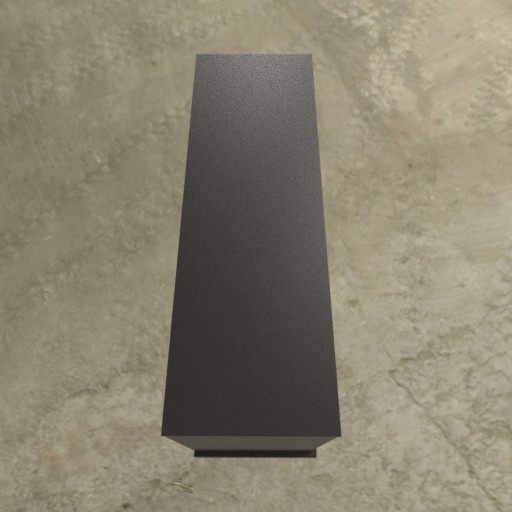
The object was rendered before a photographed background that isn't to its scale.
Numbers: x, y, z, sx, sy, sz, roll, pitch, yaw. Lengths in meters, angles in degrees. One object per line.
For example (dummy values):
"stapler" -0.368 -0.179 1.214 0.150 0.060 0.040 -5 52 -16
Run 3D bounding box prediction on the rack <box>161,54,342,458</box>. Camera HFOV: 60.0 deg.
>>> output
"rack" 0.000 0.000 1.485 0.399 0.635 1.206 0 63 0
